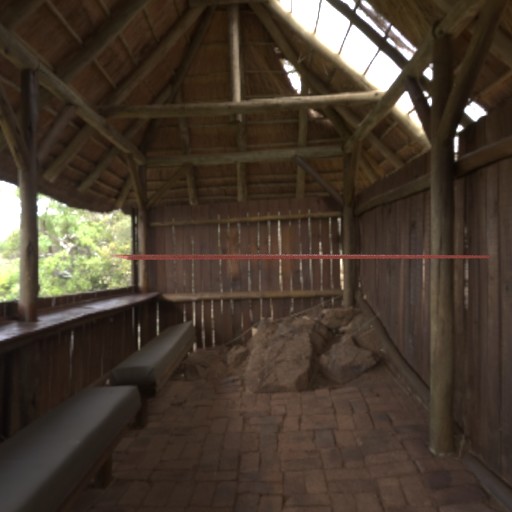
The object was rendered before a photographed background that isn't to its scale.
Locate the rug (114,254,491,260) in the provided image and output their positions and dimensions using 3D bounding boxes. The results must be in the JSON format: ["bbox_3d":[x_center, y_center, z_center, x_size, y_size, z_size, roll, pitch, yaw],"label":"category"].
[{"bbox_3d":[0.000,0.000,4.074,2.430,0.018,2.976,0,0,-19],"label":"rug"}]
